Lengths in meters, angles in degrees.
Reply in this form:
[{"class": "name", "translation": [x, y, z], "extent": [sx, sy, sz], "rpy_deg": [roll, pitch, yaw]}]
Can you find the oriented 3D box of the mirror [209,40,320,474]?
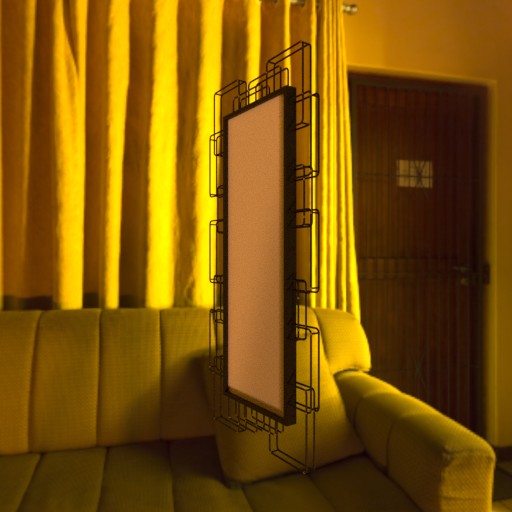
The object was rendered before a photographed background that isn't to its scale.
[{"class": "mirror", "translation": [0.000, 0.000, 1.429], "extent": [0.037, 1.192, 0.565], "rpy_deg": [0, 0, -35]}]
